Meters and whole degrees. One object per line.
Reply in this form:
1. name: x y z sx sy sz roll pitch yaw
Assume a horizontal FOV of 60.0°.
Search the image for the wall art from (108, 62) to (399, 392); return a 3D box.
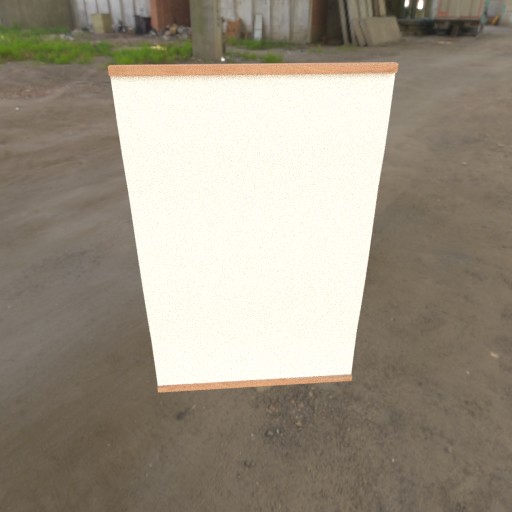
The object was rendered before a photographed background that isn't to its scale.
1. wall art: 0.000 0.000 0.636 0.332 0.508 0.012 -2 30 -4
